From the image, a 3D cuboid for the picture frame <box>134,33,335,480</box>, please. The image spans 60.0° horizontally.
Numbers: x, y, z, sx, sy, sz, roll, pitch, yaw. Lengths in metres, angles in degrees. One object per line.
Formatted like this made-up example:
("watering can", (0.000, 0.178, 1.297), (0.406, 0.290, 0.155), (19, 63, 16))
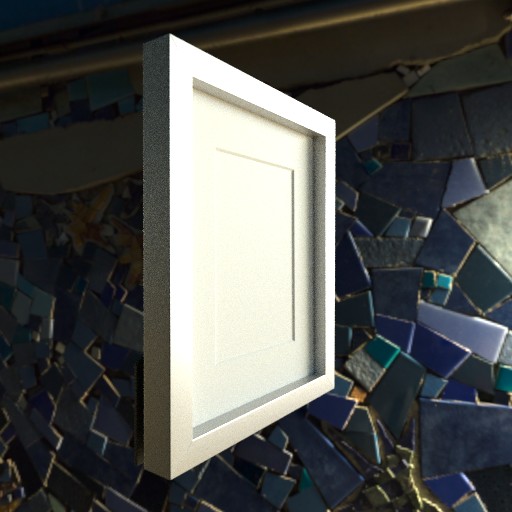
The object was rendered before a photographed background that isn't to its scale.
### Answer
("picture frame", (0.000, 0.000, 0.383), (0.036, 0.282, 0.233), (1, 1, 36))
